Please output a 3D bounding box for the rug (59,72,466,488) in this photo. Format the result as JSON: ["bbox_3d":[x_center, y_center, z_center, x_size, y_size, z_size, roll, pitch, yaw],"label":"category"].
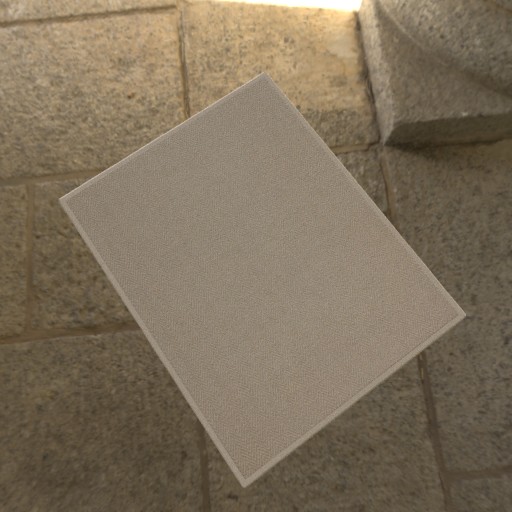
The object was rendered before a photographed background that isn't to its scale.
[{"bbox_3d":[0.000,0.000,4.042,2.407,0.020,3.051,-35,78,-8],"label":"rug"}]
